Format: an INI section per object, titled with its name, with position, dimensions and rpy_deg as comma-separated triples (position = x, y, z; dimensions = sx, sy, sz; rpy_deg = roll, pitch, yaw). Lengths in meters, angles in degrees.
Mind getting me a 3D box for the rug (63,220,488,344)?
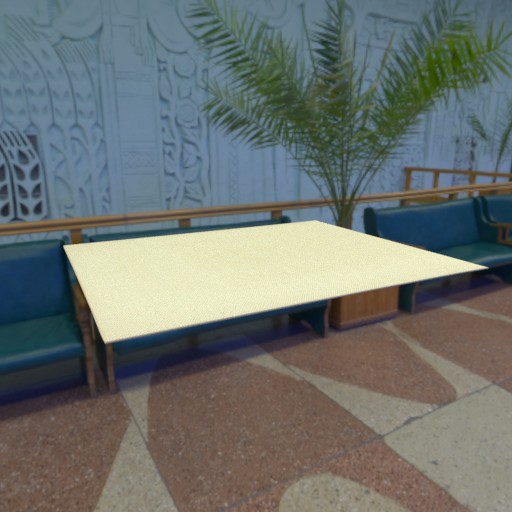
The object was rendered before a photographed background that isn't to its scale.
[rug]
position = 0.000, 0.000, 4.018
dimensions = 3.039, 0.018, 2.462
rpy_deg = -8, 17, -27
